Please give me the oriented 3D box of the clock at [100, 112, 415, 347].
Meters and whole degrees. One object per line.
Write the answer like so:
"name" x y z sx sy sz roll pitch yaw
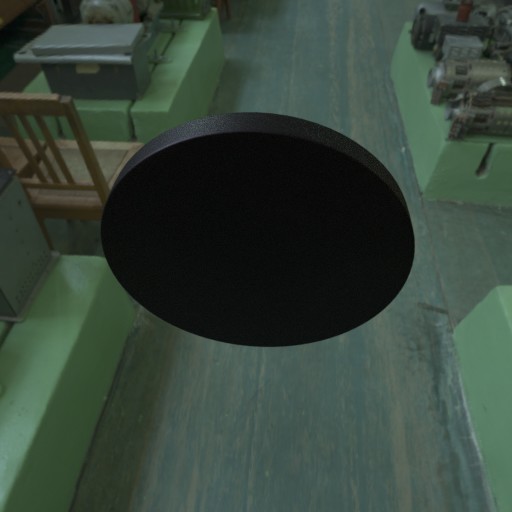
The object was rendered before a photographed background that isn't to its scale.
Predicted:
"clock" 0.000 0.000 0.464 0.314 0.314 0.029 3 47 3
